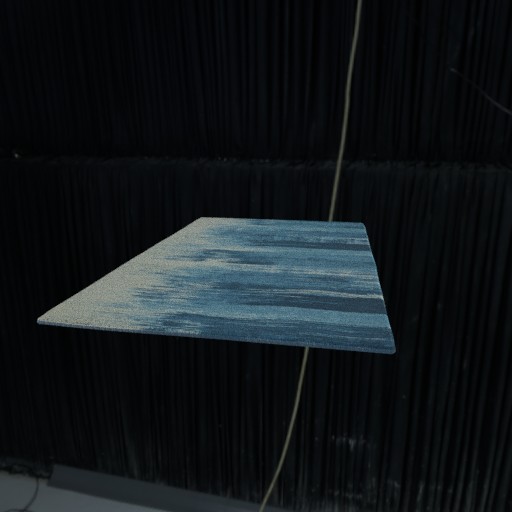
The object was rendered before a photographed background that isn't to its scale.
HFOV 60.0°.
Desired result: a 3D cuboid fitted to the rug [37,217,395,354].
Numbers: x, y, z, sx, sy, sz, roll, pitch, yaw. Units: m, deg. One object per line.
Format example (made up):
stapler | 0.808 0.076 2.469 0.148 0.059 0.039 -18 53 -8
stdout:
rug | 0.000 0.000 2.954 1.540 0.027 2.450 3 16 10
